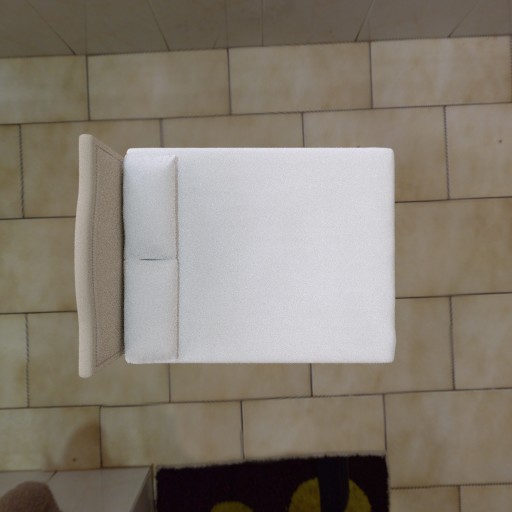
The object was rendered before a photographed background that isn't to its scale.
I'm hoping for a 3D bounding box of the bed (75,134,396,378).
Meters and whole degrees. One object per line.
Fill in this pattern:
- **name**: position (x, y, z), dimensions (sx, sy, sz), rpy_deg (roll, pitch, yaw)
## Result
- **bed**: position (0.000, 0.000, 3.713), dimensions (2.477, 1.437, 1.977), rpy_deg (0, 90, 0)
